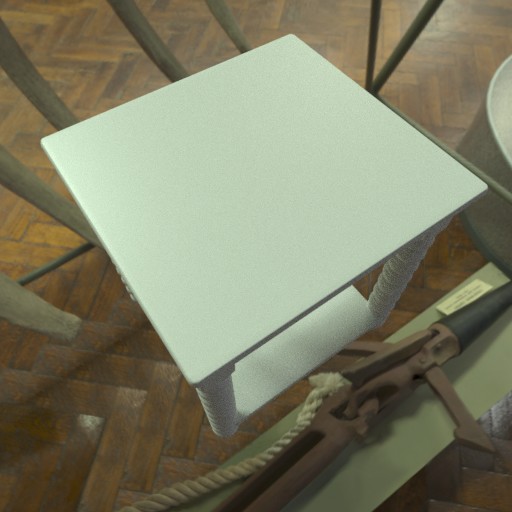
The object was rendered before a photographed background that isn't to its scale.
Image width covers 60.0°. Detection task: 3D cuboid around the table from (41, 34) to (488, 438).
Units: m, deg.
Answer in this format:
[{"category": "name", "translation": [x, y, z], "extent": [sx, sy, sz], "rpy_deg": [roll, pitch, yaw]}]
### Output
[{"category": "table", "translation": [0.000, 0.000, 0.944], "extent": [0.533, 0.563, 0.500], "rpy_deg": [-31, 63, -18]}]
